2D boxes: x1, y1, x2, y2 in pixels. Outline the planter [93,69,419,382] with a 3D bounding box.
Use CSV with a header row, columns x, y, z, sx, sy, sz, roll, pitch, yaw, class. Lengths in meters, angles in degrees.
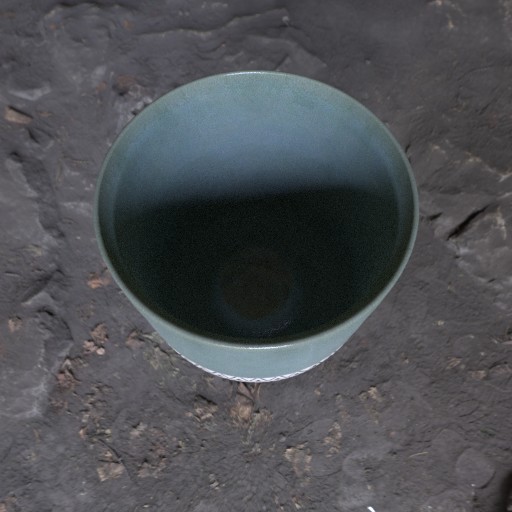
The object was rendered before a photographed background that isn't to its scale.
x,y,z,sx,sy,sz,roll,pitch,yaw,class
0.000,0.000,0.486,0.266,0.270,0.266,0,66,0,planter
